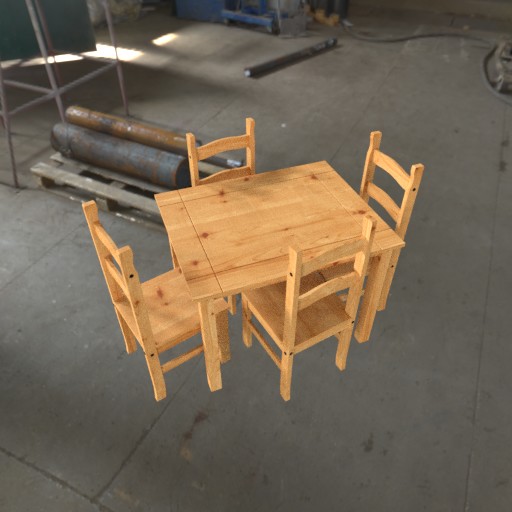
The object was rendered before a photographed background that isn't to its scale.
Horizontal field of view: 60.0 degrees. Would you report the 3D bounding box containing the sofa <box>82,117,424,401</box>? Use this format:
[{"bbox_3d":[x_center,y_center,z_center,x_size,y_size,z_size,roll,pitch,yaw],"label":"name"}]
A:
[{"bbox_3d":[0.000,0.000,2.339,1.529,1.000,1.144,-14,44,-15],"label":"sofa"}]
